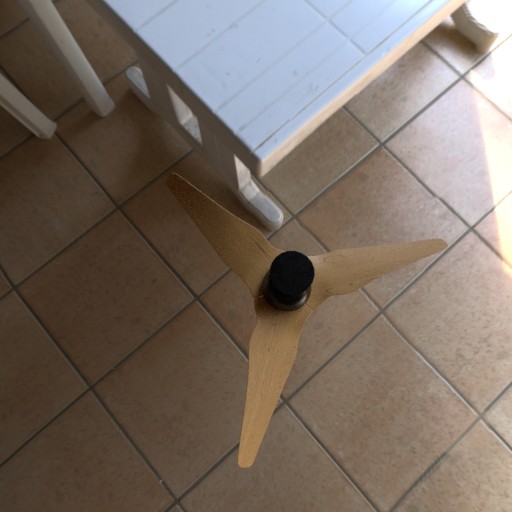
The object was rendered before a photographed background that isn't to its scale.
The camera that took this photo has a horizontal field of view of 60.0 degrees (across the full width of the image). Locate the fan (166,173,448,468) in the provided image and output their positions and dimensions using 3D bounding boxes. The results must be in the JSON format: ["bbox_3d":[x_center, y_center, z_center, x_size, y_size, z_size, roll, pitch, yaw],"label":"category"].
[{"bbox_3d":[0.000,0.000,1.612,1.010,0.355,1.142,42,80,9],"label":"fan"}]
